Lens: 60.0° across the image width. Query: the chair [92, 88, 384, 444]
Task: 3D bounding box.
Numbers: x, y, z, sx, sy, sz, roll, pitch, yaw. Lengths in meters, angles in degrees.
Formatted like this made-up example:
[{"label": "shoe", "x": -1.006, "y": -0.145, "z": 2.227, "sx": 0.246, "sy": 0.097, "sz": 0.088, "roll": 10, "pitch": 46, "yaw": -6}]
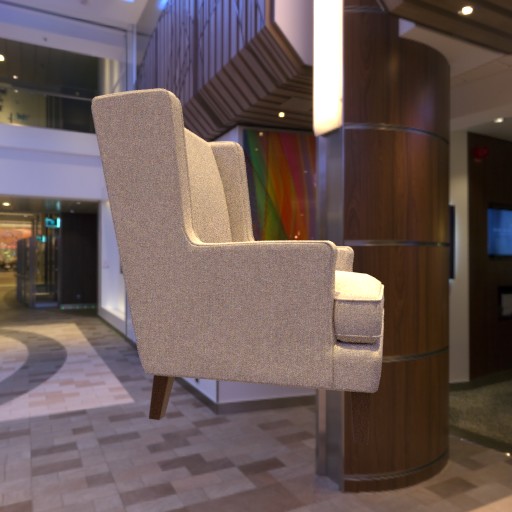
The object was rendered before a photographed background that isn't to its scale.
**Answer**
[{"label": "chair", "x": 0.000, "y": 0.000, "z": 1.716, "sx": 0.948, "sy": 1.082, "sz": 0.764, "roll": 0, "pitch": 0, "yaw": 16}]
